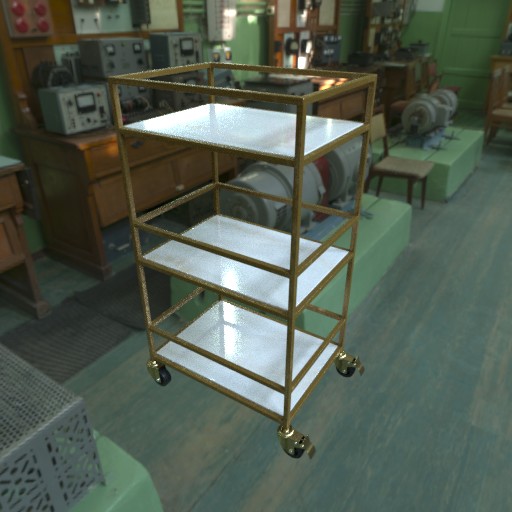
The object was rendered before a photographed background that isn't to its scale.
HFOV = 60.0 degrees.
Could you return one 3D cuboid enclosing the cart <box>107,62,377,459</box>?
[{"bbox_3d":[0.000,0.000,1.005,0.483,0.761,0.332,17,34,28],"label":"cart"}]
